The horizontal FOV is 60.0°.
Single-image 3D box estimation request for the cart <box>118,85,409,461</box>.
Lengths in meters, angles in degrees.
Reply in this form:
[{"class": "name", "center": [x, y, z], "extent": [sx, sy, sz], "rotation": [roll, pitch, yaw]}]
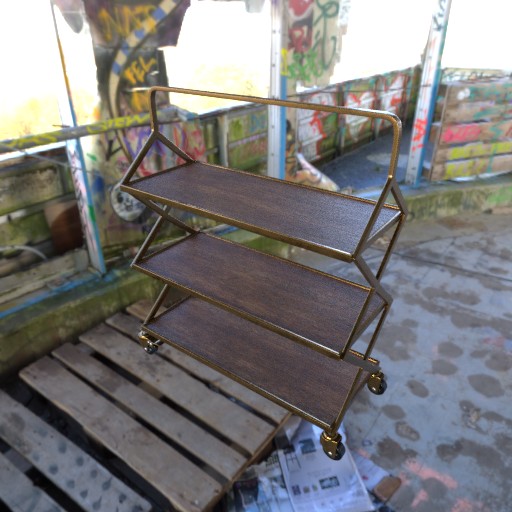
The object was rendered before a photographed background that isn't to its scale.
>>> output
[{"class": "cart", "center": [0.000, 0.000, 1.181], "extent": [0.723, 0.805, 0.313], "rotation": [19, 34, 31]}]
